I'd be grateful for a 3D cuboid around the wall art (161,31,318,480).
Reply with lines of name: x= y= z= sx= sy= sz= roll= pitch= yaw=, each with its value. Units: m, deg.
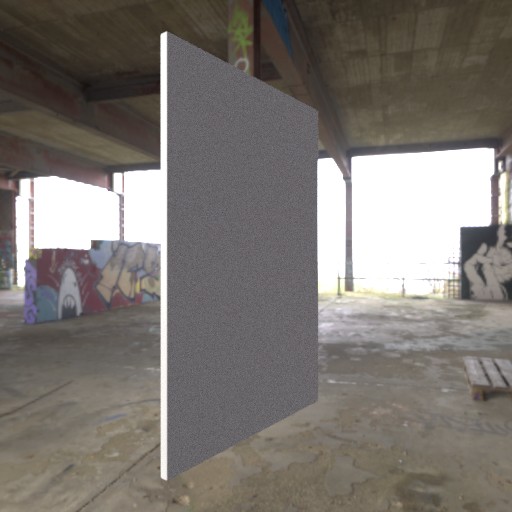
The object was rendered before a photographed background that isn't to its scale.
wall art: x=0.000 y=0.000 z=0.608 sx=0.011 sy=0.482 sz=0.329 roll=0 pitch=0 yaw=37
